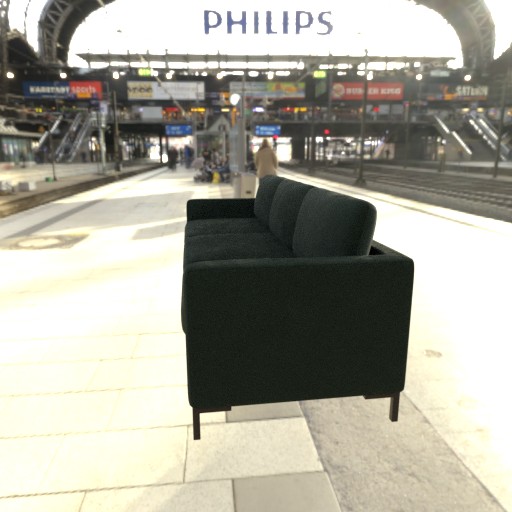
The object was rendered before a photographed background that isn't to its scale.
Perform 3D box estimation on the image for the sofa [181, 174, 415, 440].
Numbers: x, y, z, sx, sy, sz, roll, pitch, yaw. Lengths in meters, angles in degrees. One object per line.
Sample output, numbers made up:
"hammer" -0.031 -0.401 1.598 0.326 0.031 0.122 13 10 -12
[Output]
"sofa" 0.000 0.000 2.654 0.859 0.870 2.218 -2 13 -8
